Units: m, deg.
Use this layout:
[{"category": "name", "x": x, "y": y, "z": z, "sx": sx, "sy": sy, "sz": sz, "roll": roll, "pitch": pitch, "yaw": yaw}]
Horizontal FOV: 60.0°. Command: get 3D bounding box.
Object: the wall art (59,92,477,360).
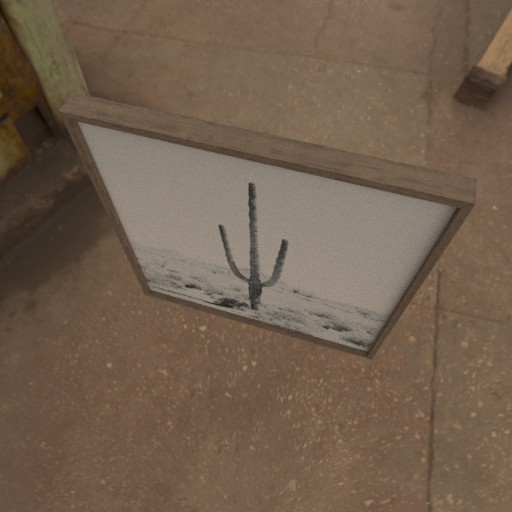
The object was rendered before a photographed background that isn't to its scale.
[{"category": "wall art", "x": 0.000, "y": 0.000, "z": 0.743, "sx": 0.508, "sy": 0.508, "sz": 0.038, "roll": 15, "pitch": 59, "yaw": 9}]
